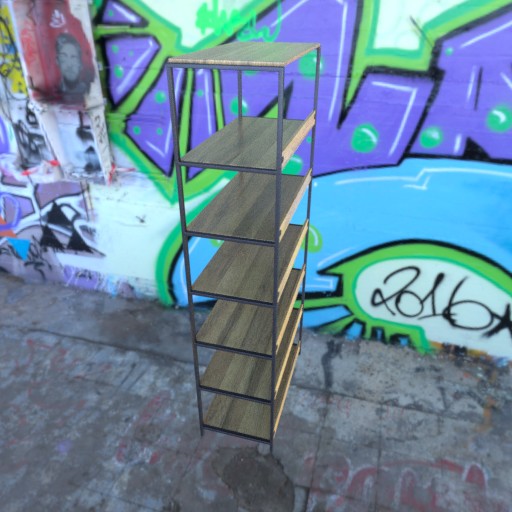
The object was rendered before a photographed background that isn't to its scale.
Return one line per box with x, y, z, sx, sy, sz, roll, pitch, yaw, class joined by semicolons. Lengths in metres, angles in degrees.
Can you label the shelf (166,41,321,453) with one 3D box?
0.000;0.000;2.378;0.431;2.015;0.847;8;31;14;shelf
